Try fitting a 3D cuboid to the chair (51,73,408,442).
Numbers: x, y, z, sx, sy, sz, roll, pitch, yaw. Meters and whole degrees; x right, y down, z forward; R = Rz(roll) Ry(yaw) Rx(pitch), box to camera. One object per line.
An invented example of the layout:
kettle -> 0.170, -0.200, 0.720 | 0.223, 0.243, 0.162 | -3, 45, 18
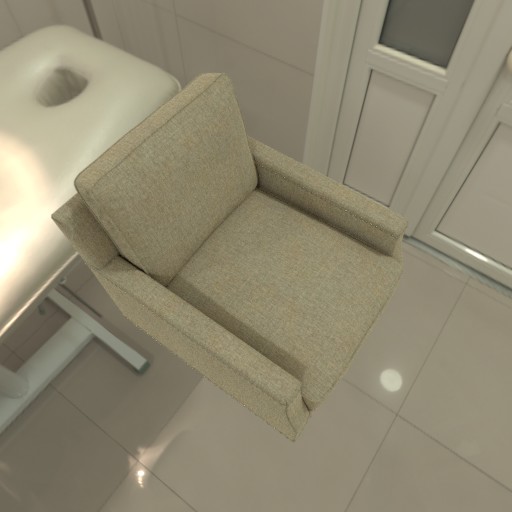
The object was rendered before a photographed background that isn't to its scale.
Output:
chair -> 0.000, 0.000, 1.708 | 1.014, 0.943, 0.853 | 31, 64, 18
